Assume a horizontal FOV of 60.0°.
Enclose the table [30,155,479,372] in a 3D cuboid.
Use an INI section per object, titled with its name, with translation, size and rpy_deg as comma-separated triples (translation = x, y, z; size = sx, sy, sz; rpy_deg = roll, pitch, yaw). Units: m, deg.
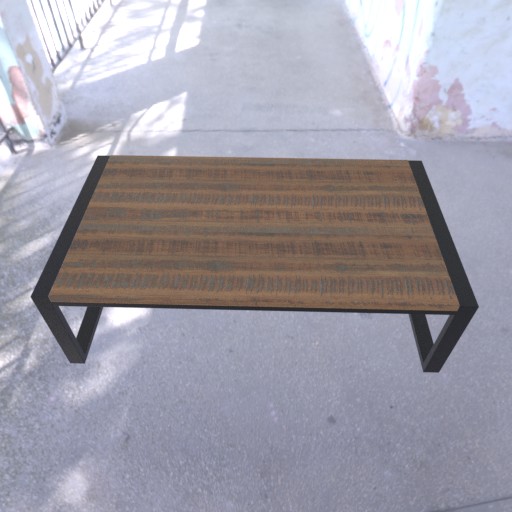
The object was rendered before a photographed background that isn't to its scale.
[table]
translation = 0.000, 0.000, 1.733
size = 1.350, 0.400, 0.750
rpy_deg = 1, 47, 1
